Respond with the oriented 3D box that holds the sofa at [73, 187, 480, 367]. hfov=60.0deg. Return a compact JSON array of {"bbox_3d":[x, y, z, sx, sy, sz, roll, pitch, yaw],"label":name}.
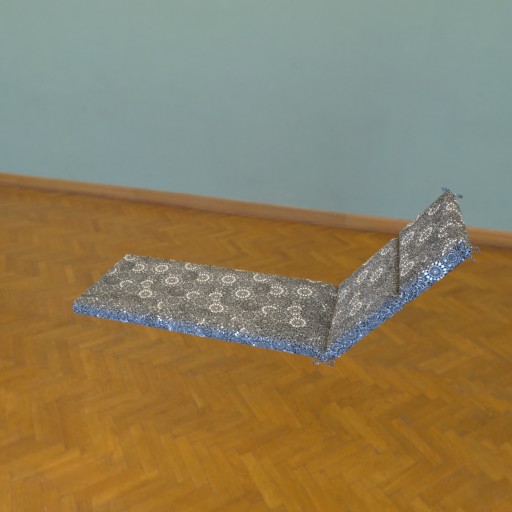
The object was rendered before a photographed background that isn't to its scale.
[{"bbox_3d":[0.000,0.000,1.977,1.663,0.622,0.582,8,30,14],"label":"sofa"}]
